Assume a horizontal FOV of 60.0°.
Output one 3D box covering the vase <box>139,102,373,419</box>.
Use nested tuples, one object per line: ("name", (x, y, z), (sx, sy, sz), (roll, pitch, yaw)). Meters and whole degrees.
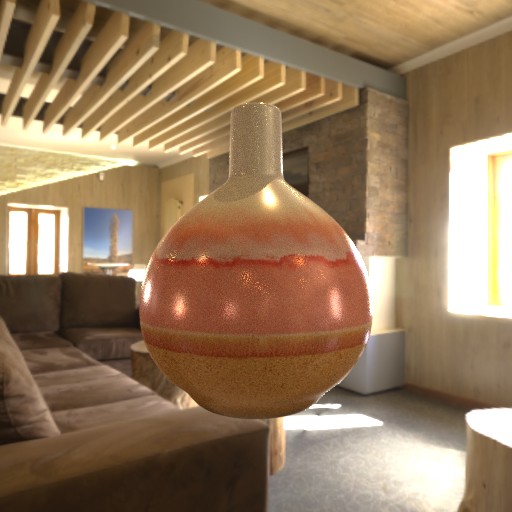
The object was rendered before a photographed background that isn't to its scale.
("vase", (0.000, 0.000, 0.268), (0.137, 0.176, 0.137), (0, 0, 0))
